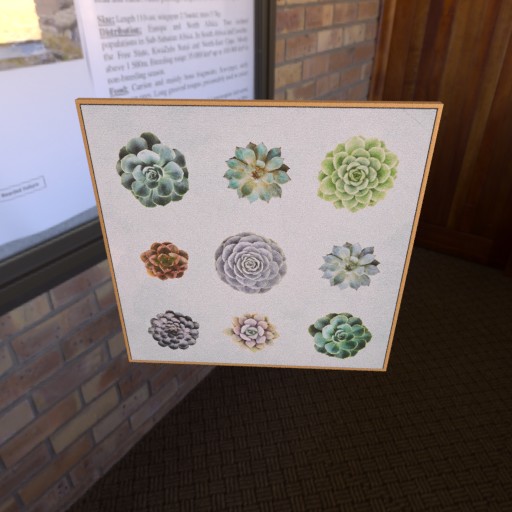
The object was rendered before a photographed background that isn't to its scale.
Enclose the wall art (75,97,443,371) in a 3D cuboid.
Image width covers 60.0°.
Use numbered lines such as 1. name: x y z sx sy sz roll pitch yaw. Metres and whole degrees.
1. wall art: 0.000 0.000 0.673 0.457 0.455 0.013 2 32 2
